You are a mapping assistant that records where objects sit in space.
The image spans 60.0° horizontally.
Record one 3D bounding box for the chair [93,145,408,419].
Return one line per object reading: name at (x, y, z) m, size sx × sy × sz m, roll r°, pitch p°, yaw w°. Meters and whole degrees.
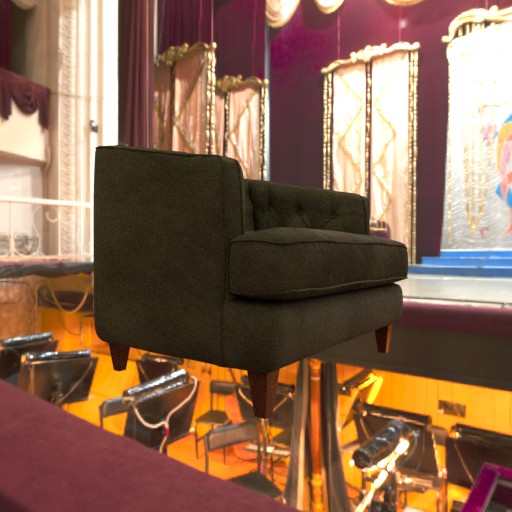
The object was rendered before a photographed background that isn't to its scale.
chair at (0.000, 0.000, 1.770) m, size 0.941 × 0.852 × 1.104 m, roll 0°, pitch 0°, yaw 35°
